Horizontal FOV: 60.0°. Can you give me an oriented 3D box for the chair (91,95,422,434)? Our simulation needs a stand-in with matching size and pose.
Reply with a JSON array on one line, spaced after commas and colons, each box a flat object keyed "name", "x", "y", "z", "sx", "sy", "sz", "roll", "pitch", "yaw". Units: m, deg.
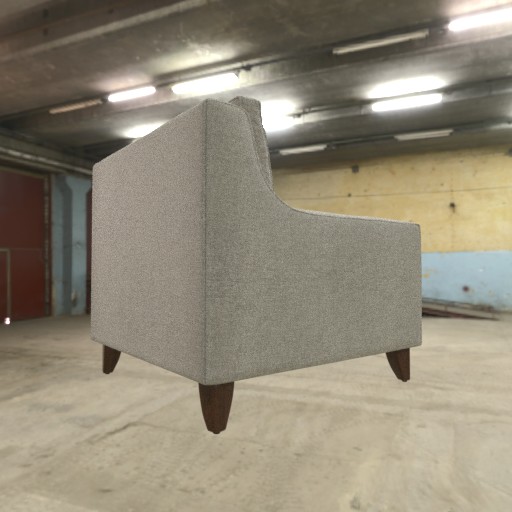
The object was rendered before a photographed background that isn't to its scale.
[{"name": "chair", "x": 0.000, "y": 0.000, "z": 1.593, "sx": 0.918, "sy": 0.864, "sz": 0.838, "roll": 1, "pitch": -2, "yaw": -37}]
